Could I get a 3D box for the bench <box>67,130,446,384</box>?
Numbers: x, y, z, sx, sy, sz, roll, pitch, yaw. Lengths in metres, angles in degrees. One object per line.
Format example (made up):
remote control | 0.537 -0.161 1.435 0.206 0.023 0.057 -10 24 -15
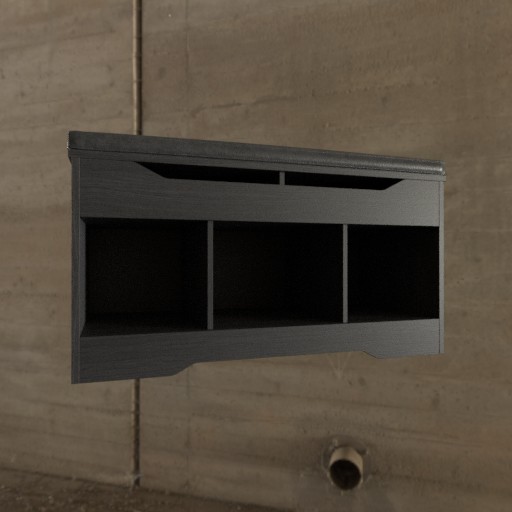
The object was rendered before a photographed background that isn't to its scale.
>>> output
bench | 0.000 0.000 1.190 0.905 0.501 0.401 0 0 -18
